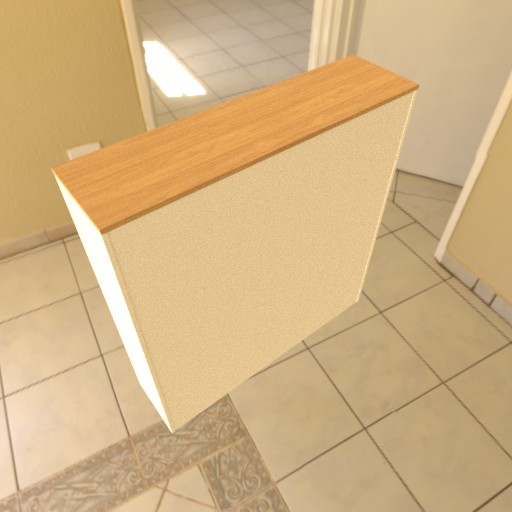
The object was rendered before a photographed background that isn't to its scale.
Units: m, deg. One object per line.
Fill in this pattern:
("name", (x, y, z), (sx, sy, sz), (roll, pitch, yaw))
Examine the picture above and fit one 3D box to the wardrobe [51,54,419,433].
("wardrobe", (0.000, 0.000, 3.338), (2.160, 2.260, 0.590), (-30, 54, -25))
